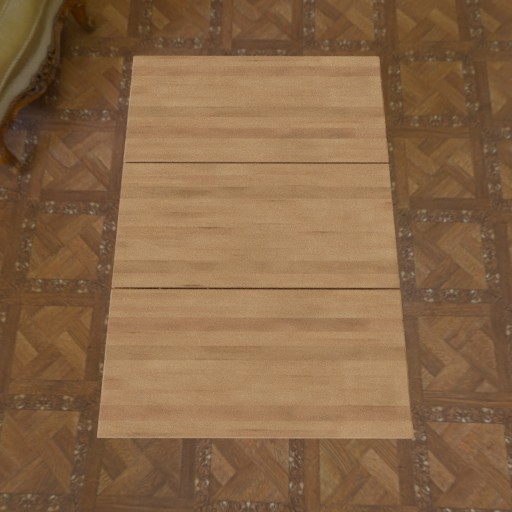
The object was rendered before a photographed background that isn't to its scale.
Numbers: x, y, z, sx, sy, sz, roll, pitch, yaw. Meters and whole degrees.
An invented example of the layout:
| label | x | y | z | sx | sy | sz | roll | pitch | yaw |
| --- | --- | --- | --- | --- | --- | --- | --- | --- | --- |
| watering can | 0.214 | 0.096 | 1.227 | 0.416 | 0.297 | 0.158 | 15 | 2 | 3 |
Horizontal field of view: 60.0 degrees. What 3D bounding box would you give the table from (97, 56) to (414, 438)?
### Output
| label | x | y | z | sx | sy | sz | roll | pitch | yaw |
| --- | --- | --- | --- | --- | --- | --- | --- | --- | --- |
| table | 0.000 | 0.000 | 1.806 | 0.900 | 0.770 | 1.300 | 0 | 74 | 0 |
